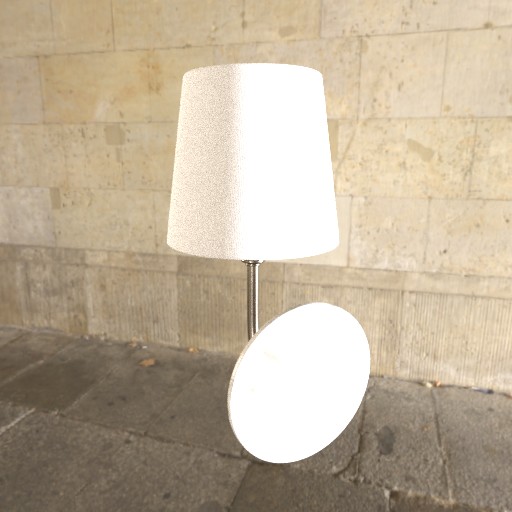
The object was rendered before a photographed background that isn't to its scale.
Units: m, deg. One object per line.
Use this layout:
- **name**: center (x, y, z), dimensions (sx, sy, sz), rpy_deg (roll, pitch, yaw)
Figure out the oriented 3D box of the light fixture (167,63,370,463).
- **light fixture**: center (0.000, 0.000, 0.441), dimensions (0.168, 0.337, 0.188), rpy_deg (-7, 15, -27)
